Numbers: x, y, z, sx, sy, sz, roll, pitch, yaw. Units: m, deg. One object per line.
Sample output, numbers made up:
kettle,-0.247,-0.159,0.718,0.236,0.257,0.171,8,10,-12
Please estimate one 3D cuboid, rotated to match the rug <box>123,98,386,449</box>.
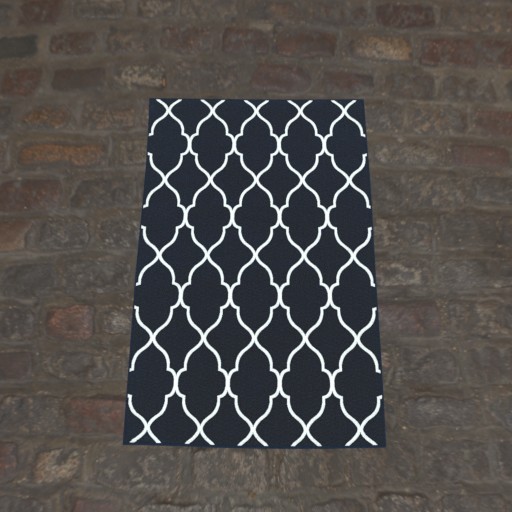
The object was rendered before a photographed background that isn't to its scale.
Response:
rug,0.000,0.000,2.841,1.528,0.014,2.294,0,75,0
